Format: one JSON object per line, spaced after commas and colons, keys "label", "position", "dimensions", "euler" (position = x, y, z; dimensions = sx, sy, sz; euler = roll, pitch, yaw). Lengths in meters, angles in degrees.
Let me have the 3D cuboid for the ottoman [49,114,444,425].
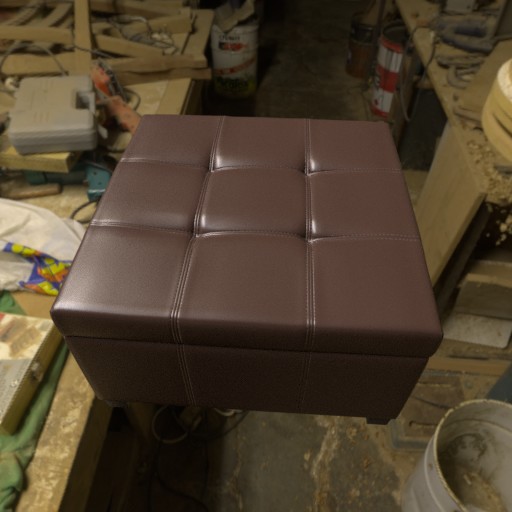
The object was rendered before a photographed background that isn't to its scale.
{"label": "ottoman", "position": [0.000, 0.000, 1.275], "dimensions": [0.788, 0.460, 0.787], "euler": [3, 47, 3]}
